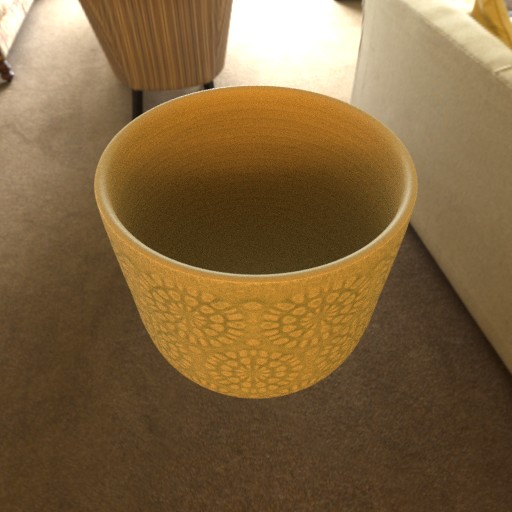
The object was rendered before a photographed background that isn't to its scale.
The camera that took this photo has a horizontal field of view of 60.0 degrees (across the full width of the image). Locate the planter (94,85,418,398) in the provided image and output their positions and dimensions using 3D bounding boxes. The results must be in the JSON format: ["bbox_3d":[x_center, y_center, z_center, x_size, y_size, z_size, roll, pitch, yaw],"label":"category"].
[{"bbox_3d":[0.000,0.000,0.294,0.169,0.153,0.169,0,48,0],"label":"planter"}]
